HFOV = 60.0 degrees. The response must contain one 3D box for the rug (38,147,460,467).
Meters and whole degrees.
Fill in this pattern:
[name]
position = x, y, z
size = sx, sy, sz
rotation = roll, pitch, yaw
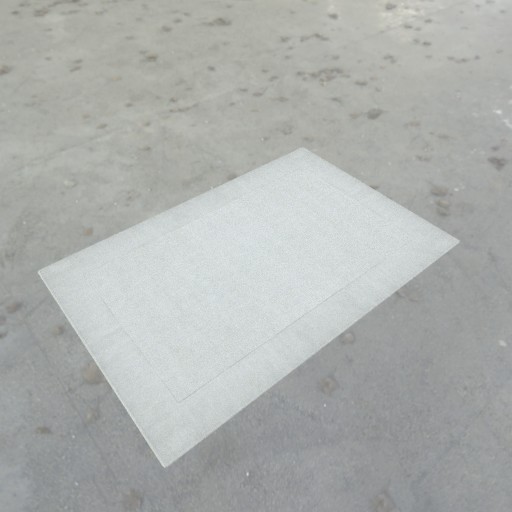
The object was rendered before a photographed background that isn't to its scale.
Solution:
[rug]
position = 0.000, 0.000, 2.292
size = 1.829, 0.013, 1.219
rotation = -30, 52, -27
